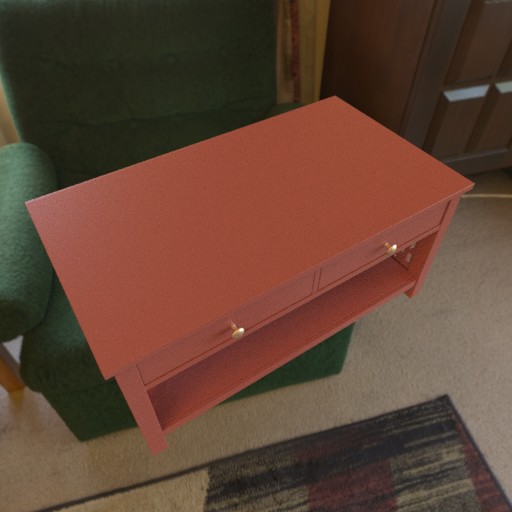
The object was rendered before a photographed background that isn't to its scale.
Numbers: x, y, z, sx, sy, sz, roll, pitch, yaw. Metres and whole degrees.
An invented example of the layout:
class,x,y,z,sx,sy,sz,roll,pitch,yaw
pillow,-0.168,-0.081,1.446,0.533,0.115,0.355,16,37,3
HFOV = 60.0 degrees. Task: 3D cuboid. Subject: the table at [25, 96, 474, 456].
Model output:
class,x,y,z,sx,sy,sz,roll,pitch,yaw
table,0.000,0.000,1.380,1.068,0.493,0.612,-25,52,-22
